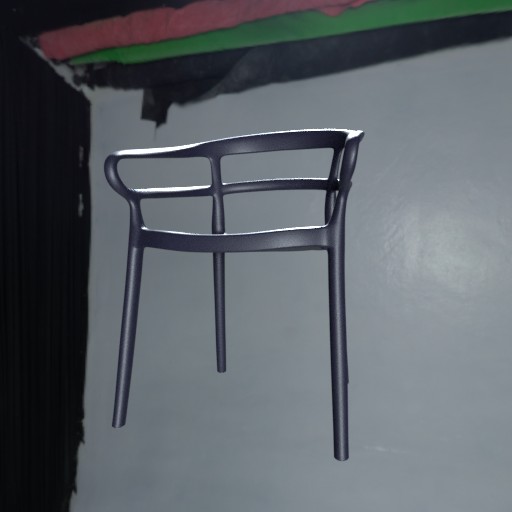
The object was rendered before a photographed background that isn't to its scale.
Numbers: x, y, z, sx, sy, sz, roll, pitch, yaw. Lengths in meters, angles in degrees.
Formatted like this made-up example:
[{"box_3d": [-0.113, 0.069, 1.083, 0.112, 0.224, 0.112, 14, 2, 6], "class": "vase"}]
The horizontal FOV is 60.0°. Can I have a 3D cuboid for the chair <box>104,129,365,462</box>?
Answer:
[{"box_3d": [0.000, 0.000, 1.133, 0.559, 0.761, 0.527, 0, 1, 18], "class": "chair"}]
